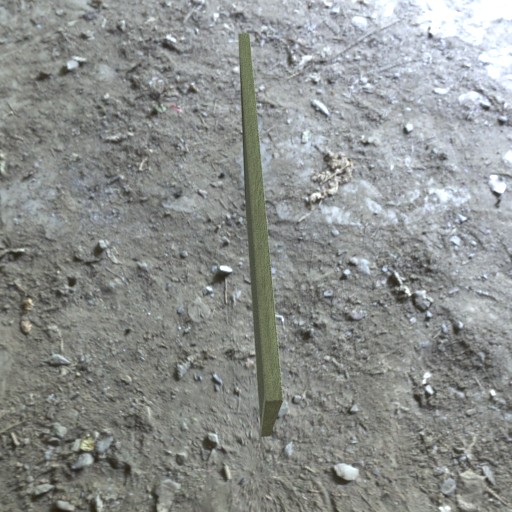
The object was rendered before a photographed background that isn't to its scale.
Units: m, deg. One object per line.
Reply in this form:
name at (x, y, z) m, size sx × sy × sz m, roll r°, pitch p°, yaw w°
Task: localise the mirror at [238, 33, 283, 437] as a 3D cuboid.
mirror at (0.000, 0.000, 1.170) m, size 0.028 × 0.689 × 0.839 m, roll -3°, pitch 64°, yaw -2°
